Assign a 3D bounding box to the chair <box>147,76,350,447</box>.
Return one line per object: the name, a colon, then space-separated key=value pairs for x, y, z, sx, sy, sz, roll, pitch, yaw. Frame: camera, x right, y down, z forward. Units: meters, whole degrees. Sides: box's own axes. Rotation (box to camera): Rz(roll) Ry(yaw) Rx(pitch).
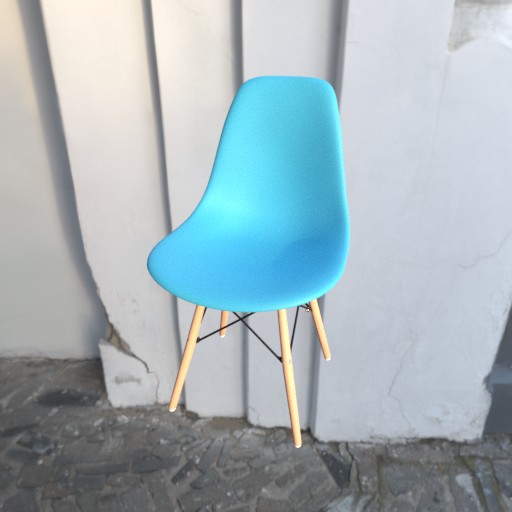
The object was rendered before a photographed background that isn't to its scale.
chair: x=0.000 y=0.000 z=1.144 sx=0.470 sy=0.826 sz=0.531 roll=9 pitch=28 yaw=17
